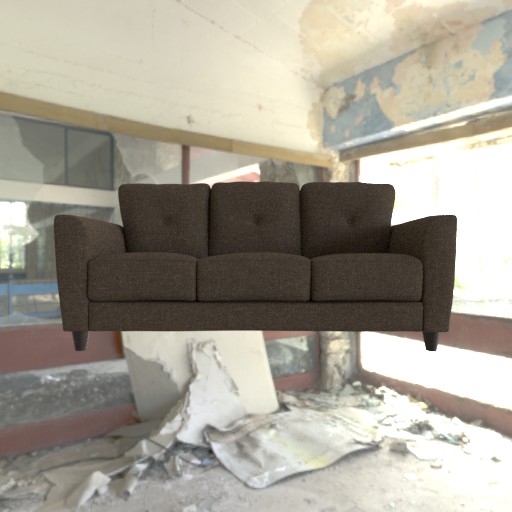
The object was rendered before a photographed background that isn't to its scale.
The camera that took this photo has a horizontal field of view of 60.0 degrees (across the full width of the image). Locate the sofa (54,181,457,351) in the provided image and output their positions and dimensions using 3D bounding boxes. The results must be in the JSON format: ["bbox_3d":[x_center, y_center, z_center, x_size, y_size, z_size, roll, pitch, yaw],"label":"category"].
[{"bbox_3d":[0.000,0.000,2.409,1.847,0.891,0.837,0,0,0],"label":"sofa"}]
